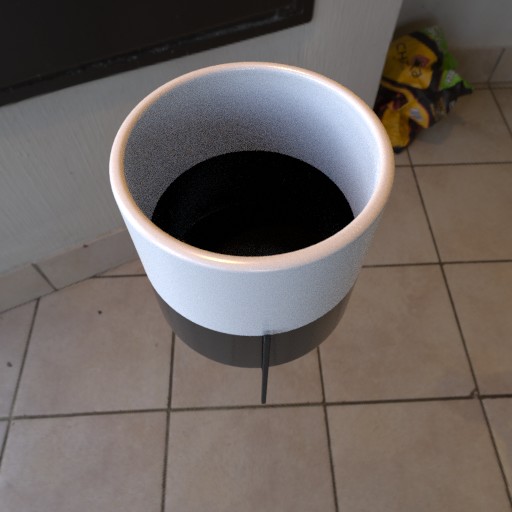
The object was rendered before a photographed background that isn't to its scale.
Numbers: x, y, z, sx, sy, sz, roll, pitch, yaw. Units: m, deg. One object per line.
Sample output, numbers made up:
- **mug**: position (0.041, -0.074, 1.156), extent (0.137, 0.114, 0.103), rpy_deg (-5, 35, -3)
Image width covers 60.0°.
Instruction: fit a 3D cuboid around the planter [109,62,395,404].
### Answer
- **planter**: position (0.000, 0.000, 0.650), extent (0.310, 0.432, 0.310), rpy_deg (-18, 60, -11)
